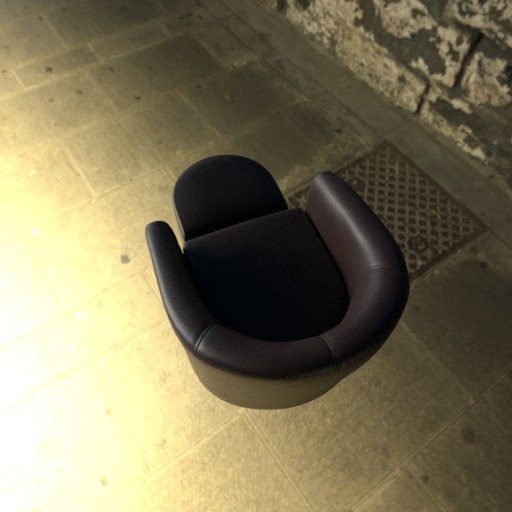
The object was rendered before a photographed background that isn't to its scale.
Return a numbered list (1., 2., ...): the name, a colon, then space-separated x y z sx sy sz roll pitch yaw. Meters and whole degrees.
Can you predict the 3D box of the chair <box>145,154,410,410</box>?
1. chair: 0.000 0.000 1.681 0.737 0.755 1.176 -18 60 -11
